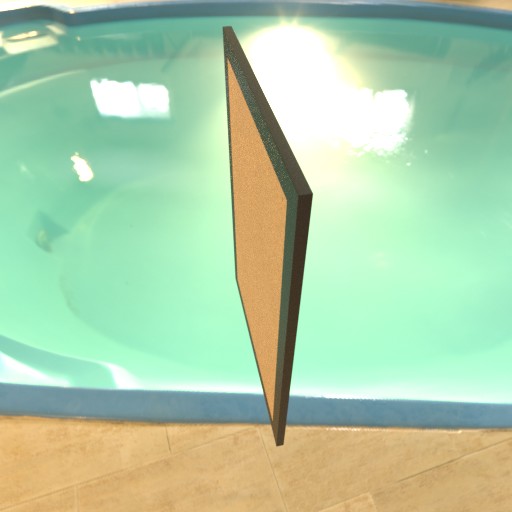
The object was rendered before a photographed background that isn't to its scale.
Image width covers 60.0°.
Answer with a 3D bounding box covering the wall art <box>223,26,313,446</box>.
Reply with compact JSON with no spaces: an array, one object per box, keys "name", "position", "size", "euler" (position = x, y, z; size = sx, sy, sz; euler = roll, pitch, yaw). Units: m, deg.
[{"name":"wall art","position":[0.000,0.000,0.679],"size":[0.013,0.534,0.381],"euler":[-9,47,-8]}]
